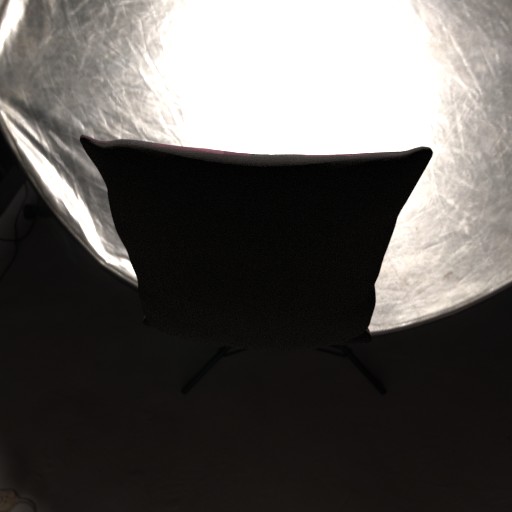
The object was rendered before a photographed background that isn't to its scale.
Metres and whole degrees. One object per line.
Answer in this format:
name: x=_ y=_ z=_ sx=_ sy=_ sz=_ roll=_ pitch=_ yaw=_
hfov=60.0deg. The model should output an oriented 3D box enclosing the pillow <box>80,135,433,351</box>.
pillow: x=0.000 y=0.000 z=0.794 sx=0.503 sy=0.496 sz=0.208 roll=4 pitch=48 yaw=3
